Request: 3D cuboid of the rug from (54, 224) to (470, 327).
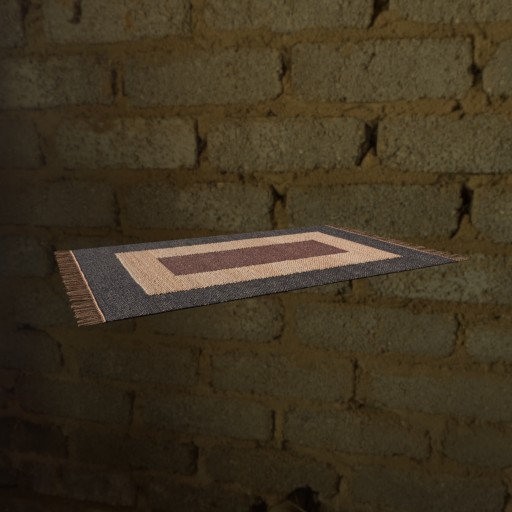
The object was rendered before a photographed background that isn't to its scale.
[{"bbox_3d":[0.000,0.000,2.490,2.021,0.027,1.224,-7,16,-26],"label":"rug"}]
